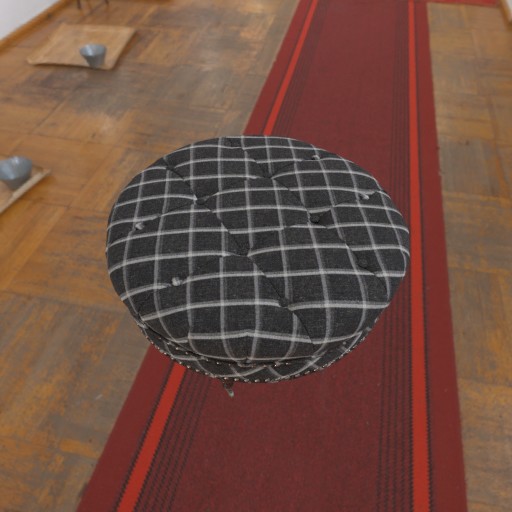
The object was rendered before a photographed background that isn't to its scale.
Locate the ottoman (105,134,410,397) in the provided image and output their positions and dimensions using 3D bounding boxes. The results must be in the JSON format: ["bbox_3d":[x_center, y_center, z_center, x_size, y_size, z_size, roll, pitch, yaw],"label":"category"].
[{"bbox_3d":[0.000,0.000,1.432,0.901,0.439,0.901,0,47,0],"label":"ottoman"}]
